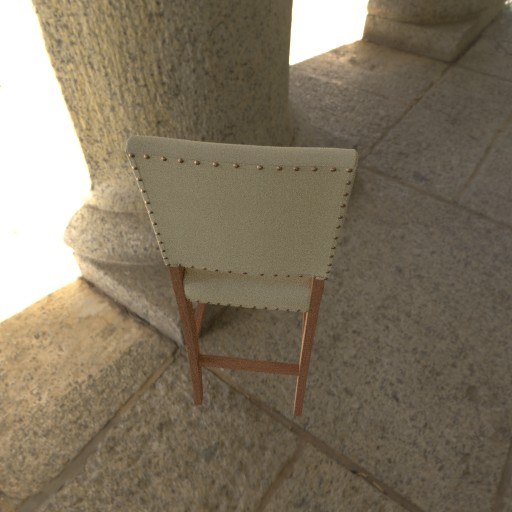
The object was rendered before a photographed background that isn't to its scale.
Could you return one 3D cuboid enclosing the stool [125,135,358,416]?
[{"bbox_3d":[0.000,0.000,1.424,0.445,1.168,0.584,5,48,4],"label":"stool"}]
